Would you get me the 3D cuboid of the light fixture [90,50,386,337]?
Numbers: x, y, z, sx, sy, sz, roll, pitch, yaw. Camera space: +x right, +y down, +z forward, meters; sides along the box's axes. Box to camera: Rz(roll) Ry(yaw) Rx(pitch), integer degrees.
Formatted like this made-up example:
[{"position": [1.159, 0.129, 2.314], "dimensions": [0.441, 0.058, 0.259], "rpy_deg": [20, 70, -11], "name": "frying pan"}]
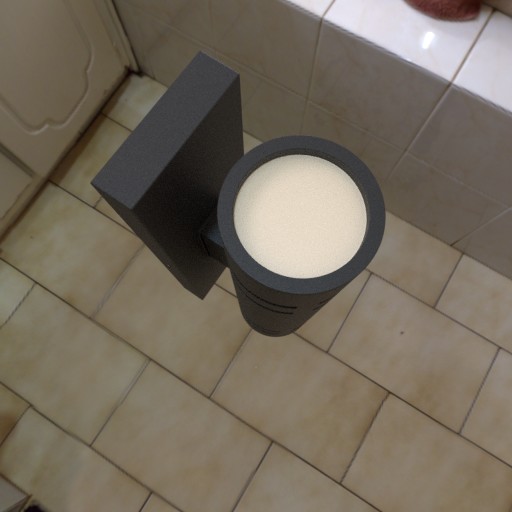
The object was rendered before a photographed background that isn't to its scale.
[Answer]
[{"position": [0.000, 0.000, 0.402], "dimensions": [0.149, 0.330, 0.105], "rpy_deg": [34, 78, 8], "name": "light fixture"}]
